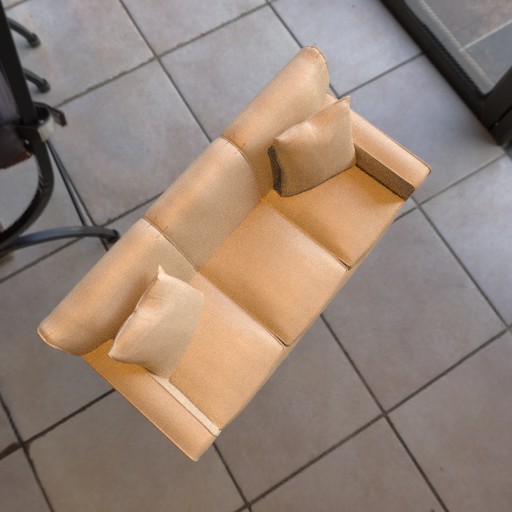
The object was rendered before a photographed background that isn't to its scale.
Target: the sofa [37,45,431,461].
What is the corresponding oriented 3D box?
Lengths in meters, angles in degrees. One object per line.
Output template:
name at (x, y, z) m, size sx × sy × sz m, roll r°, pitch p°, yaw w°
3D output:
sofa at (0.000, 0.000, 2.535) m, size 0.997 × 0.958 × 2.024 m, roll 39°, pitch 79°, yaw 9°
